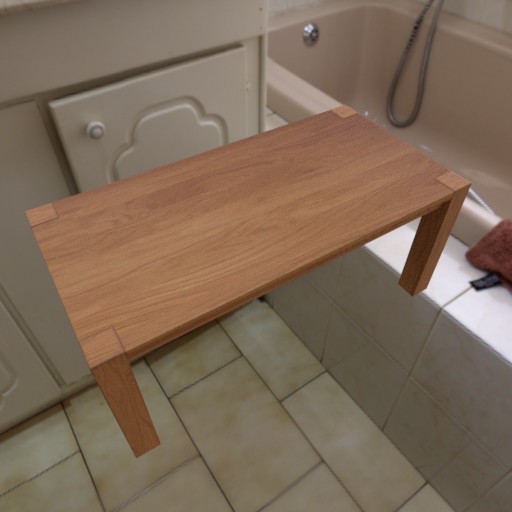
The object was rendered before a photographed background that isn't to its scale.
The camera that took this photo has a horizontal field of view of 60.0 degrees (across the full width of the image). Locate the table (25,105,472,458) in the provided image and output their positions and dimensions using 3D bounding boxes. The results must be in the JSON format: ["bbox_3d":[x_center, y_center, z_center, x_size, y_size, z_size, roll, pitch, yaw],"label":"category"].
[{"bbox_3d":[0.000,0.000,2.256,1.800,0.760,0.900,-24,51,-22],"label":"table"}]
